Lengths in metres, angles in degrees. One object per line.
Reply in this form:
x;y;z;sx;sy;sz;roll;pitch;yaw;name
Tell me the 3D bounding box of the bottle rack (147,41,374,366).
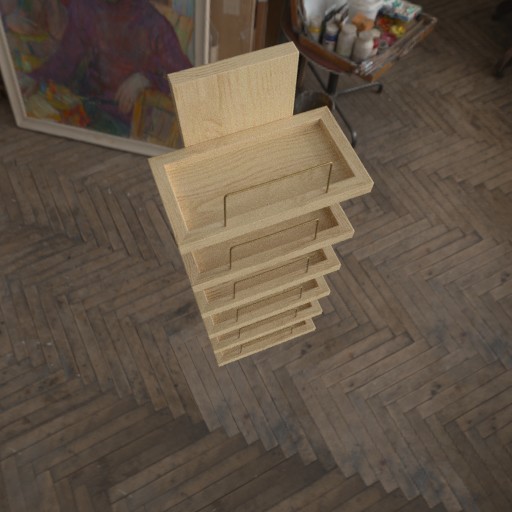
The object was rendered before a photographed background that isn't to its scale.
0.000;0.000;1.040;0.330;0.943;0.206;-19;65;-9;bottle rack
